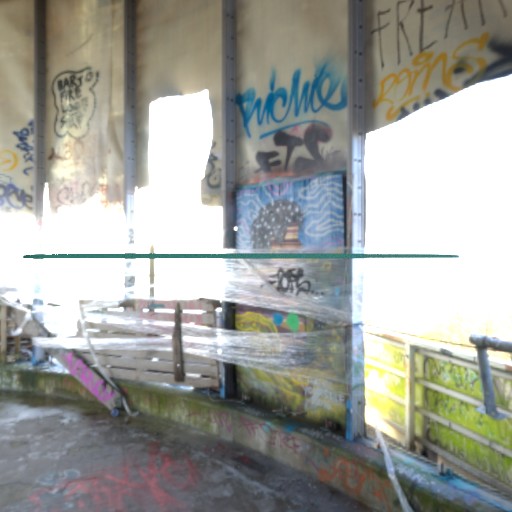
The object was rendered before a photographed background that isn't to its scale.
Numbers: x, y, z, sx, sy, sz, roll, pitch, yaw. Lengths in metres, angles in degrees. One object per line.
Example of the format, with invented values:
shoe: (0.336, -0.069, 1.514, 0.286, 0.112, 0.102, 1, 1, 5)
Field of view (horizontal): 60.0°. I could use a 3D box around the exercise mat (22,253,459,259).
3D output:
exercise mat: (0.000, 0.000, 2.059, 1.869, 0.021, 0.616, 0, 0, -20)
